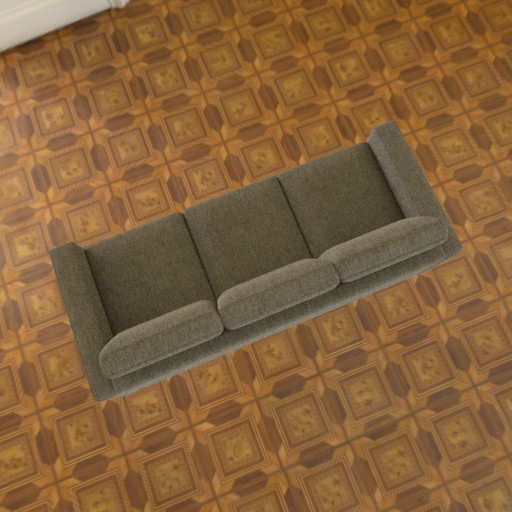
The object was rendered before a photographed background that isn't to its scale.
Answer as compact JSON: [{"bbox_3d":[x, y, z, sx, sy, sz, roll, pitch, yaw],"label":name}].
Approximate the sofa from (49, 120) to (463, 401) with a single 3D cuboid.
[{"bbox_3d":[0.000,0.000,2.613,2.160,0.800,0.900,-22,77,-5],"label":"sofa"}]
